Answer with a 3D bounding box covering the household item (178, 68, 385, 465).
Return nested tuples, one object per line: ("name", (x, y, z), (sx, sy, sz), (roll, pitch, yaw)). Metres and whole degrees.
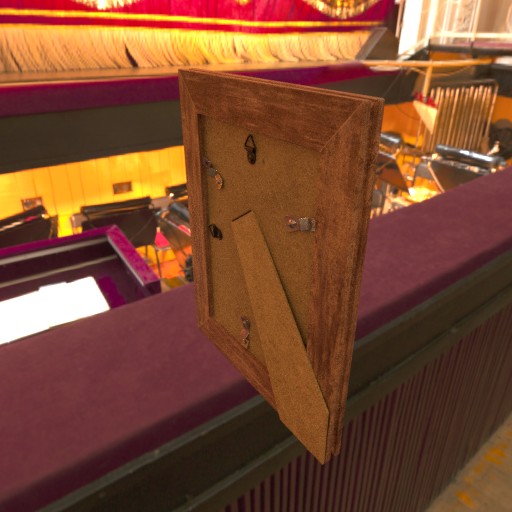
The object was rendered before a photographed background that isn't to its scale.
("household item", (0.000, 0.000, 0.319), (0.018, 0.237, 0.186), (-18, 33, -30))
